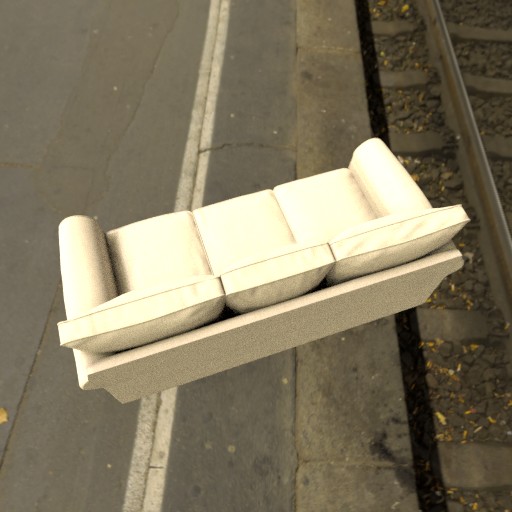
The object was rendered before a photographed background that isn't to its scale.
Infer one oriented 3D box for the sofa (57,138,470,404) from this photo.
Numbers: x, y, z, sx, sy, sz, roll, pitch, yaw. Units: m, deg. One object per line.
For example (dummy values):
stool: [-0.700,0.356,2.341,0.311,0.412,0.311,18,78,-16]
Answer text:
sofa: [0.000,0.000,2.618,2.118,0.889,0.998,-16,60,-10]
